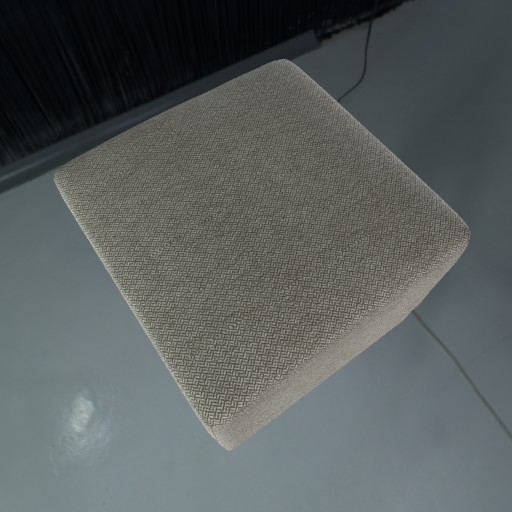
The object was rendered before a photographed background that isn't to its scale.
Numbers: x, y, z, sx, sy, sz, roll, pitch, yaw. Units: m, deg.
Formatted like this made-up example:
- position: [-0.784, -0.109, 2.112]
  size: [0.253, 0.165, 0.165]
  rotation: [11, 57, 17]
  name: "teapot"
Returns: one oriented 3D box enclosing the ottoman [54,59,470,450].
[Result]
- position: [0.000, 0.000, 0.893]
  size: [0.512, 0.453, 0.519]
  rotation: [-32, 67, -15]
  name: "ottoman"
